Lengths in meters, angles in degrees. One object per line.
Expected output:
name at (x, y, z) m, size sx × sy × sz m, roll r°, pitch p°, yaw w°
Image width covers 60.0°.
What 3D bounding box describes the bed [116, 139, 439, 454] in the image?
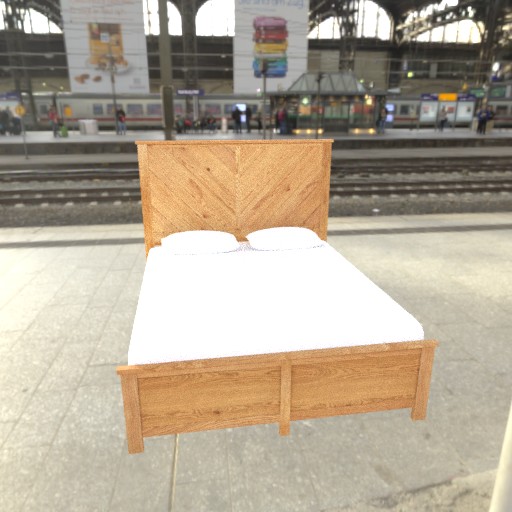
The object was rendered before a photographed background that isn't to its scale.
bed at (0.000, 0.000, 3.555) m, size 1.936 × 1.686 × 2.201 m, roll -3°, pitch 18°, yaw -9°
